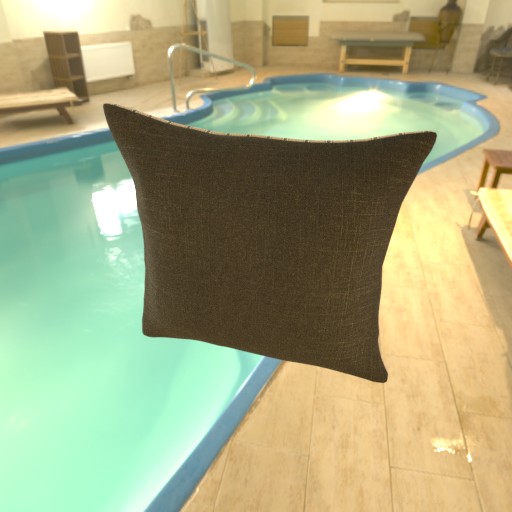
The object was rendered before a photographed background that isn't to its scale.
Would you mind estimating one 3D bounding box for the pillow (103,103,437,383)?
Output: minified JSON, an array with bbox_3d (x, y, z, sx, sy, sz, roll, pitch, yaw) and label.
[{"bbox_3d":[0.000,0.000,0.705,0.468,0.444,0.138,9,32,14],"label":"pillow"}]
